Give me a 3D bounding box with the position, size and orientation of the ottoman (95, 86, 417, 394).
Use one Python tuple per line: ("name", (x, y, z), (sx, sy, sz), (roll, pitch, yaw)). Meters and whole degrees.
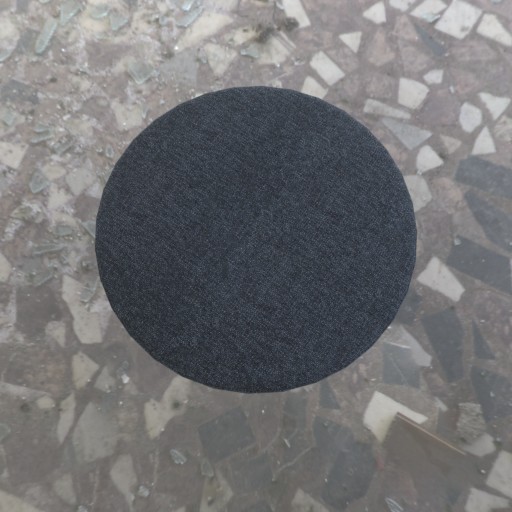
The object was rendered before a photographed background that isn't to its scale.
("ottoman", (0.000, 0.000, 0.862), (0.500, 0.419, 0.500), (0, 75, 0))
